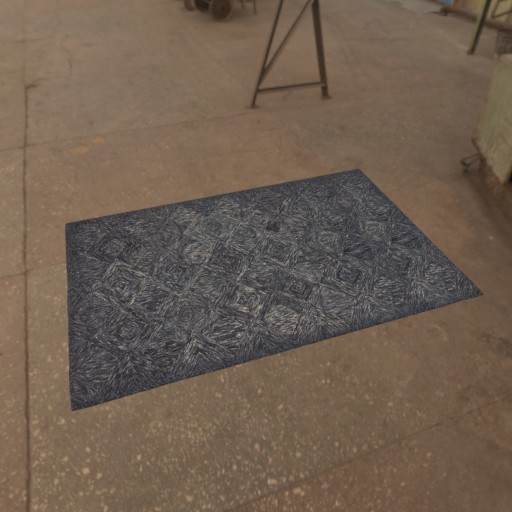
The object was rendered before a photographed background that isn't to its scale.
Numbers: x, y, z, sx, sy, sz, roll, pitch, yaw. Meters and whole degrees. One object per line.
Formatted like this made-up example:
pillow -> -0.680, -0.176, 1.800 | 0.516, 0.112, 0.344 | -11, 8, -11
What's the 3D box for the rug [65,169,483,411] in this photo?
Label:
rug -> 0.000, 0.000, 2.156 | 1.754, 0.010, 1.139 | -13, 43, -14
